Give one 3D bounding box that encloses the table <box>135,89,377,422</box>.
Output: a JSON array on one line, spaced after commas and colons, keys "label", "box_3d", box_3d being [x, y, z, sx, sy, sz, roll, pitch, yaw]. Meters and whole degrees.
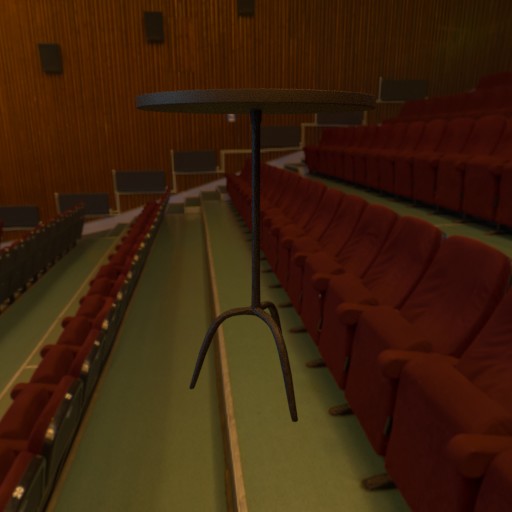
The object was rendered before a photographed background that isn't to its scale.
[{"label": "table", "box_3d": [0.000, 0.000, 1.049, 0.502, 0.700, 0.502, -2, 16, -8]}]
